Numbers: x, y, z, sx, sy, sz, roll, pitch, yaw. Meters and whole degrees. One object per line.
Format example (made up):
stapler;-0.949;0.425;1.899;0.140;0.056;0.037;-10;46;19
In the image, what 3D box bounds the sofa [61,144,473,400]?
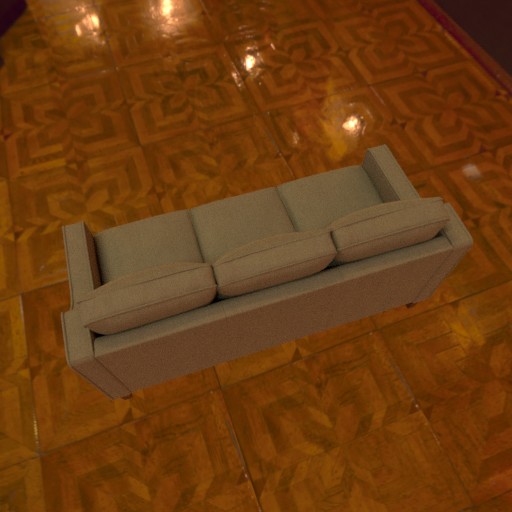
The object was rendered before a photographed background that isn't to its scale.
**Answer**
sofa;0.000;0.000;2.545;1.986;0.974;0.911;-16;61;-9
